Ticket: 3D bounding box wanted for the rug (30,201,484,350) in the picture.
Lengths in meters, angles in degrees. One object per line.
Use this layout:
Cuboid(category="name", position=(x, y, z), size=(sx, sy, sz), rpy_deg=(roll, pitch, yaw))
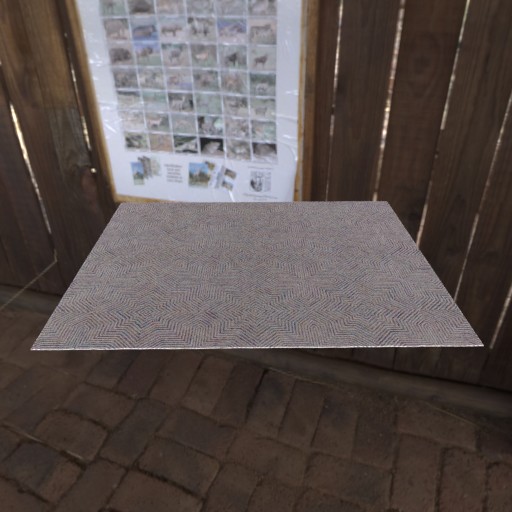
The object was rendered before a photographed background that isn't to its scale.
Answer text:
Cuboid(category="rug", position=(0.000, 0.000, 4.029), size=(3.046, 0.008, 2.442), rpy_deg=(0, 30, -1))
